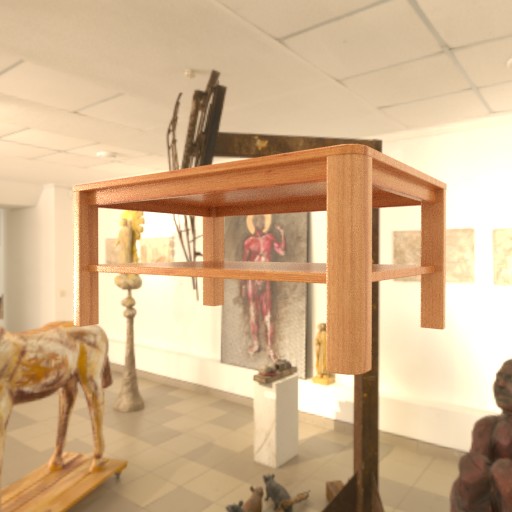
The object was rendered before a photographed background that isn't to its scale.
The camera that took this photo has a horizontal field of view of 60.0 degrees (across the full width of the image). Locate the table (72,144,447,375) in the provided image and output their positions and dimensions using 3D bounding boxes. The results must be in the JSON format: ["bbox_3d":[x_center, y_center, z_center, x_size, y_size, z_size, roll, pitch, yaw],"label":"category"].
[{"bbox_3d":[0.000,0.000,1.410,0.997,0.445,0.696,1,1,37],"label":"table"}]
